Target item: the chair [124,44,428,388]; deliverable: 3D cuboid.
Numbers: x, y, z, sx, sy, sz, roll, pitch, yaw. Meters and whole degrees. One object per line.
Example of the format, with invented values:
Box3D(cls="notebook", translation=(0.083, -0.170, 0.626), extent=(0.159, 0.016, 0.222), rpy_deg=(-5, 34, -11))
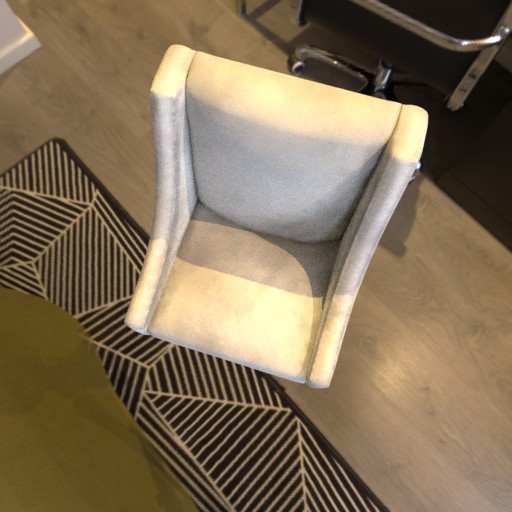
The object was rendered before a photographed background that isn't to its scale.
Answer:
Box3D(cls="chair", translation=(0.000, 0.000, 1.332), extent=(0.629, 0.895, 0.629), rpy_deg=(16, 75, 5))
